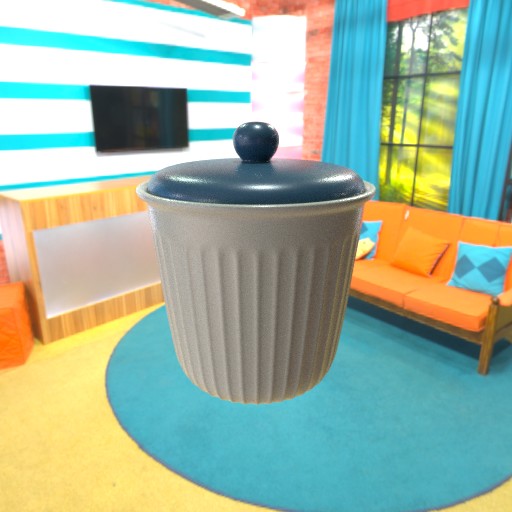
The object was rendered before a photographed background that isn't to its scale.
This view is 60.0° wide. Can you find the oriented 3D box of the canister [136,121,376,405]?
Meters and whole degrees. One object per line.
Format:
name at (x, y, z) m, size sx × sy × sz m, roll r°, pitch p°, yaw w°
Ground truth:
canister at (0.000, 0.000, 0.362) m, size 0.181 × 0.211 × 0.181 m, roll 0°, pitch 18°, yaw 0°
